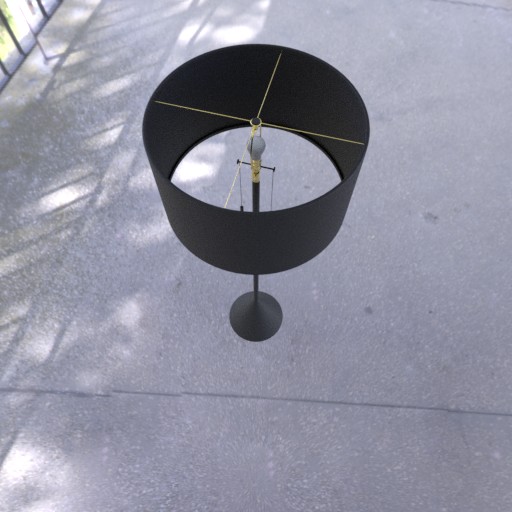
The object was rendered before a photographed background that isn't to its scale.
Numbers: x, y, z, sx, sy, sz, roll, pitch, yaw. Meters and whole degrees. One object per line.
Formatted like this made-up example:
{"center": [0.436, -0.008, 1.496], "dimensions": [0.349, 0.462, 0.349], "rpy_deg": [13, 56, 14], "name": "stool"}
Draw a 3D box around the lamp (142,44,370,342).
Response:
{"center": [0.000, 0.000, 1.809], "dimensions": [0.580, 1.526, 0.580], "rpy_deg": [14, 64, 7], "name": "lamp"}
